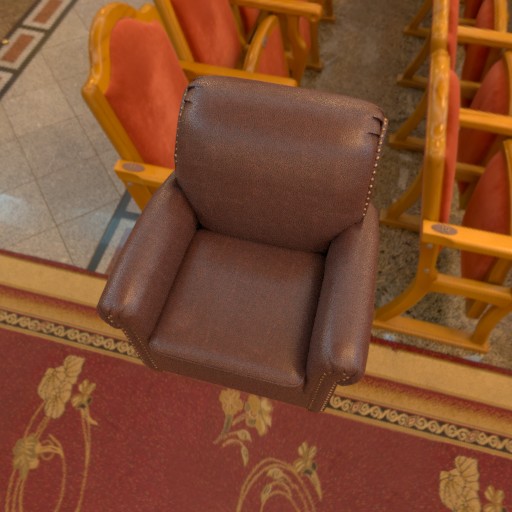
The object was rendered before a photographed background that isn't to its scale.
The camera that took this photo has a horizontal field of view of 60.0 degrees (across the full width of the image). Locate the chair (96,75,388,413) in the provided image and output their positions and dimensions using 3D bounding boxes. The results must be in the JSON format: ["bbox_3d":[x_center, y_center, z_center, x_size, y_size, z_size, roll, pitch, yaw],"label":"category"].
[{"bbox_3d":[0.000,0.000,1.629,0.854,0.927,0.890,12,59,8],"label":"chair"}]
